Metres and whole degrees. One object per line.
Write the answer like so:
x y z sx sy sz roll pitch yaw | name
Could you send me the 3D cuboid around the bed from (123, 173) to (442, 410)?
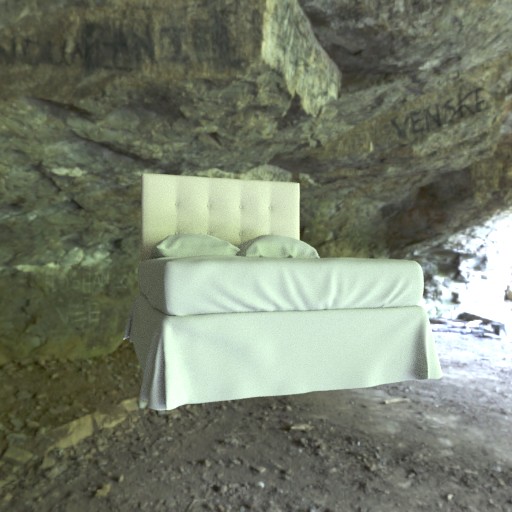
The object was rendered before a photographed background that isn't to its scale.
0.000 0.000 3.503 1.936 1.577 2.222 0 -1 -19 | bed
